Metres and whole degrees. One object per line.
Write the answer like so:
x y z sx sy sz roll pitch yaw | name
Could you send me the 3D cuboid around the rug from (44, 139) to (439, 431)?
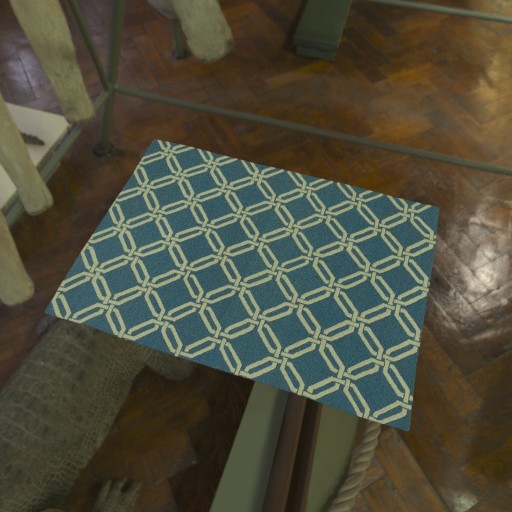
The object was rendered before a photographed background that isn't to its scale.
0.000 0.000 2.795 2.135 0.013 1.524 15 59 9 | rug
